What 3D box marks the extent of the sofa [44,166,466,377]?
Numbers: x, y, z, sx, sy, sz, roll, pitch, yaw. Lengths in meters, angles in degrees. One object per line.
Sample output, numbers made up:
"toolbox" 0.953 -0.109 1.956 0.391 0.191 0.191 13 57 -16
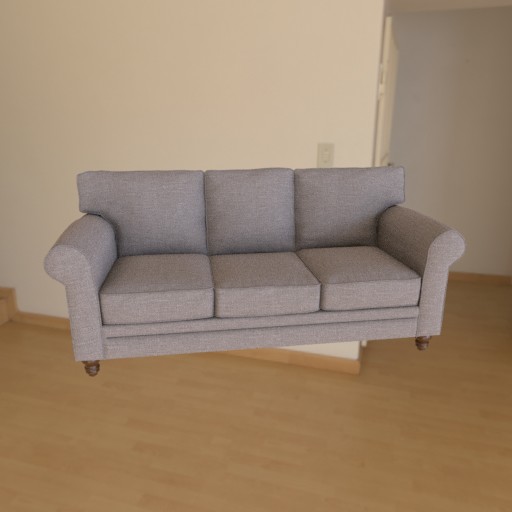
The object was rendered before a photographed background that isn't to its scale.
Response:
"sofa" 0.000 0.000 2.579 2.084 0.961 0.916 -2 17 -8
